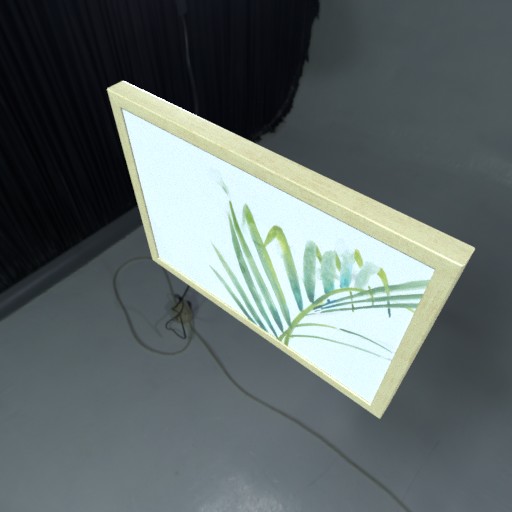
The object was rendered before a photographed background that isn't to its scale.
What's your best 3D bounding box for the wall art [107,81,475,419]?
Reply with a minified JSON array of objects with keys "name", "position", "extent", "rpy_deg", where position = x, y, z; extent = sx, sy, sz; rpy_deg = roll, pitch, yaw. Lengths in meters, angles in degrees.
[{"name":"wall art","position":[0.000,0.000,0.683],"extent":[0.533,0.381,0.032],"rpy_deg":[31,56,25]}]
